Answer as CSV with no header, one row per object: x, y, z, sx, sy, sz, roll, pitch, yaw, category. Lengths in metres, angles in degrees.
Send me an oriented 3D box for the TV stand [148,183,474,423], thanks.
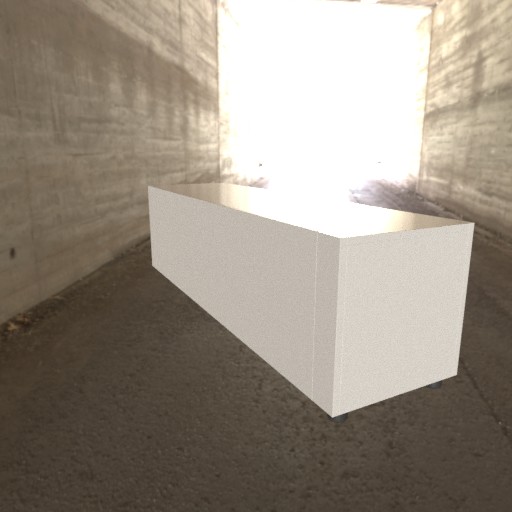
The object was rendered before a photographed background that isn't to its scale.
0.000,0.000,1.682,0.410,0.440,1.500,-7,15,-27,TV stand
